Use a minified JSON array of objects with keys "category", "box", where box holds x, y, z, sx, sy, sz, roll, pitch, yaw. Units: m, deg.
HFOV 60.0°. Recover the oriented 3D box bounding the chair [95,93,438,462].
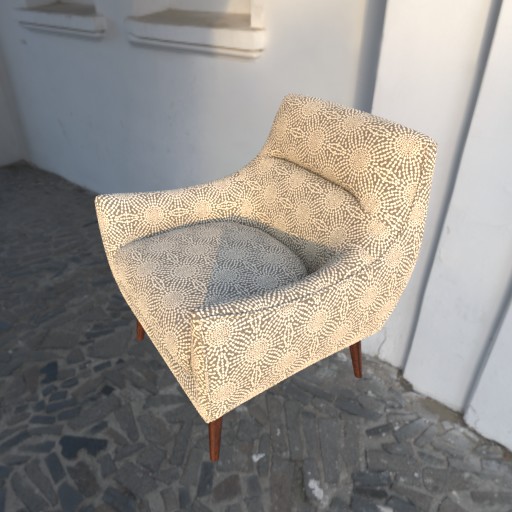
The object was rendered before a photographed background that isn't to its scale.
[{"category":"chair","box":[0.000,0.000,1.415,0.787,0.838,0.762,-19,37,-27]}]
